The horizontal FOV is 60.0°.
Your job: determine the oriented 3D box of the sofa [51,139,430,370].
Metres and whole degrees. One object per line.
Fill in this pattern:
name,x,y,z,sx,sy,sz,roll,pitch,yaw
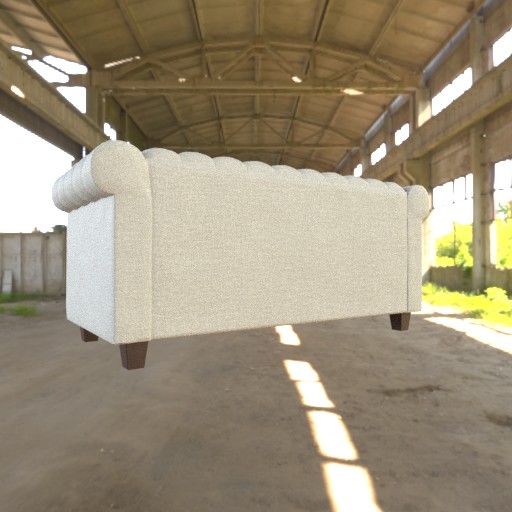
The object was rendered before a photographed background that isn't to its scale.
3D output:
sofa,0.000,0.000,2.242,1.798,0.797,0.783,0,0,-34
